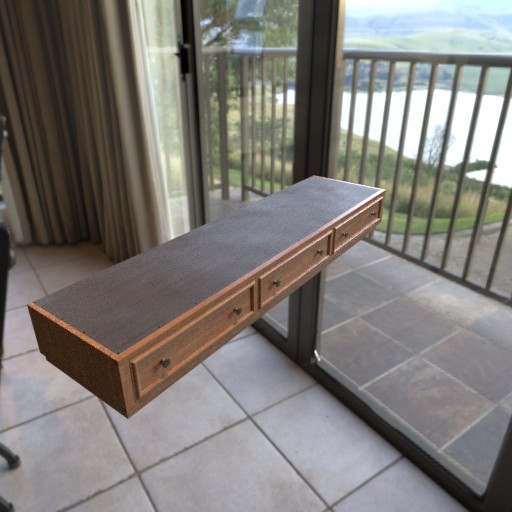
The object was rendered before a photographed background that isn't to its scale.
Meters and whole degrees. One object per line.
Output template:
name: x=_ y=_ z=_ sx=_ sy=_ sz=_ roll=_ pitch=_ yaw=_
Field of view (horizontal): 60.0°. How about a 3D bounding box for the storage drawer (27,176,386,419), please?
storage drawer: x=0.000 y=0.000 z=2.235 sx=0.538 sy=0.264 sz=2.032 roll=19 pitch=32 yaw=32
